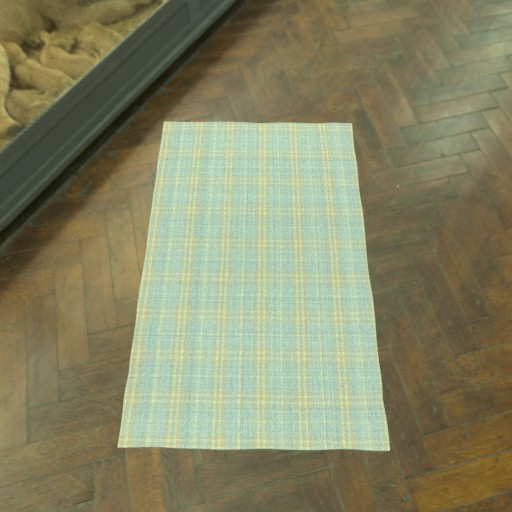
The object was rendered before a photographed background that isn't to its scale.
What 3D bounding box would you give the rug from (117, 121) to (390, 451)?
[{"bbox_3d":[0.000,0.000,3.056,1.545,0.016,2.460,1,63,0],"label":"rug"}]
